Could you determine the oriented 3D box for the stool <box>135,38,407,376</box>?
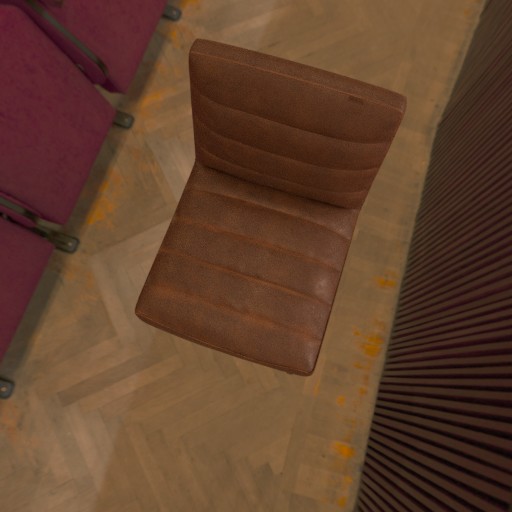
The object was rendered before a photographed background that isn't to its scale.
[{"bbox_3d":[0.000,0.000,1.236,0.463,0.942,0.562,18,75,5],"label":"stool"}]
